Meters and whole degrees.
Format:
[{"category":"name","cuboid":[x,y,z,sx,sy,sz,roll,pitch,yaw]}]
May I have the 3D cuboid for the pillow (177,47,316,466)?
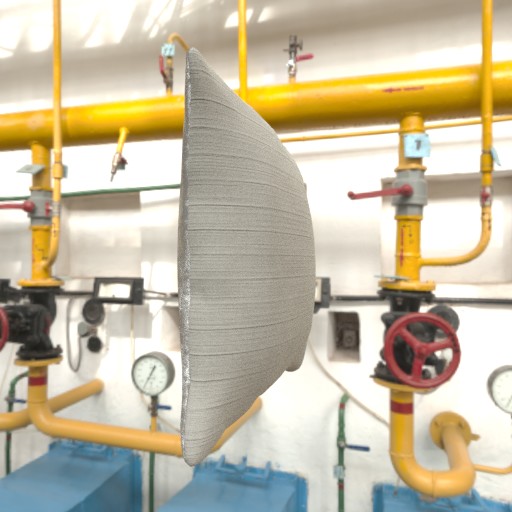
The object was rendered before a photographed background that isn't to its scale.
[{"category":"pillow","cuboid":[0.000,0.000,0.704,0.175,0.464,0.470,0,-1,18]}]
